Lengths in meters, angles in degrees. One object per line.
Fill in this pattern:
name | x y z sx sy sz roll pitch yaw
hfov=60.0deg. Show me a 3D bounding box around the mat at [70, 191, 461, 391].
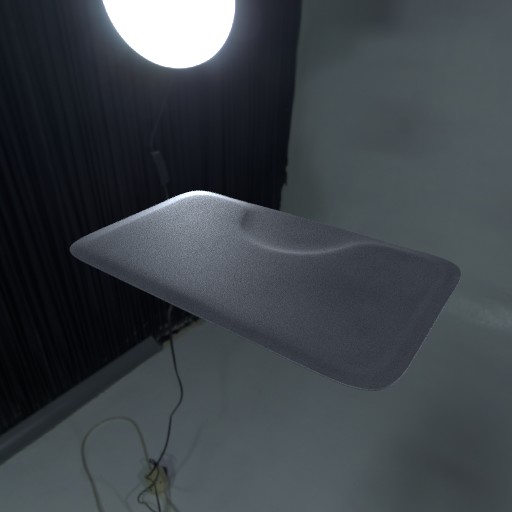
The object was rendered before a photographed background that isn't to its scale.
mat | 0.000 0.000 1.903 1.524 0.013 0.918 20 35 30
